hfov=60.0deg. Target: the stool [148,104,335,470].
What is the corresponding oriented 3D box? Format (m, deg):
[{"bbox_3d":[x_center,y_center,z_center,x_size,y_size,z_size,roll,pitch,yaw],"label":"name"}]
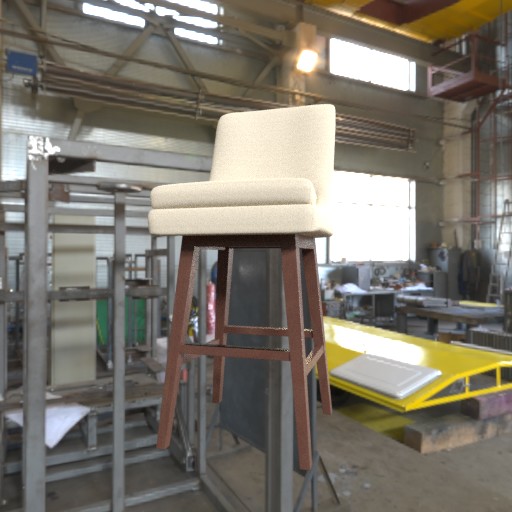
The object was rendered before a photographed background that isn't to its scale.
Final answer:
[{"bbox_3d":[0.000,0.000,1.420,0.483,1.093,0.559,0,0,17],"label":"stool"}]
